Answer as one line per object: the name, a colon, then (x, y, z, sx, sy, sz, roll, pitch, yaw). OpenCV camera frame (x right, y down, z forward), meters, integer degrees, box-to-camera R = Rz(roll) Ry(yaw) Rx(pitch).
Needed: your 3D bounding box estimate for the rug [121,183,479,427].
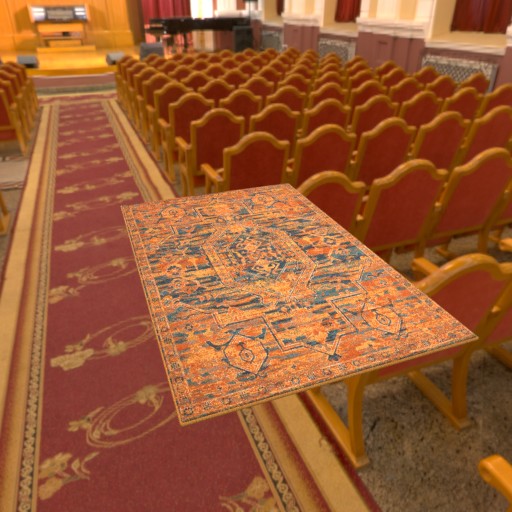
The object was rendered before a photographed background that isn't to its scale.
rug: (0.000, 0.000, 1.082, 0.557, 0.008, 0.863, -10, 31, -18)
